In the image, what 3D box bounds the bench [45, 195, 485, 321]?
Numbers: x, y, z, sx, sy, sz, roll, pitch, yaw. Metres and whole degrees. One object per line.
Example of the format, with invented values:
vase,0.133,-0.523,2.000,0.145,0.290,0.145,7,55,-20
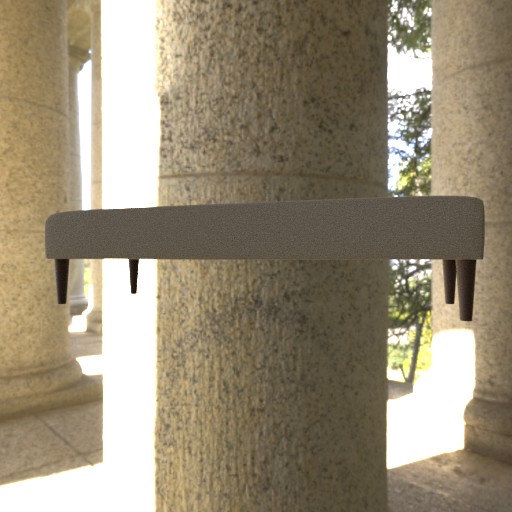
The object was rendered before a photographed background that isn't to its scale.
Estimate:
bench,0.000,0.000,1.822,1.609,0.393,0.646,0,0,19
